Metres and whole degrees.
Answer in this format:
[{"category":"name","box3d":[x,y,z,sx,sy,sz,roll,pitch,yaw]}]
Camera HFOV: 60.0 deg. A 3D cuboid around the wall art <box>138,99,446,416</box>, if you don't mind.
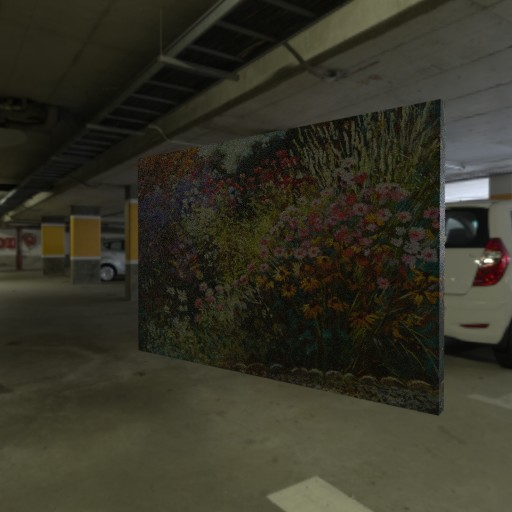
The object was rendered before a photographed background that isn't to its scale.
[{"category":"wall art","box3d":[0.000,0.000,1.135,0.908,0.604,0.037,1,1,37]}]
